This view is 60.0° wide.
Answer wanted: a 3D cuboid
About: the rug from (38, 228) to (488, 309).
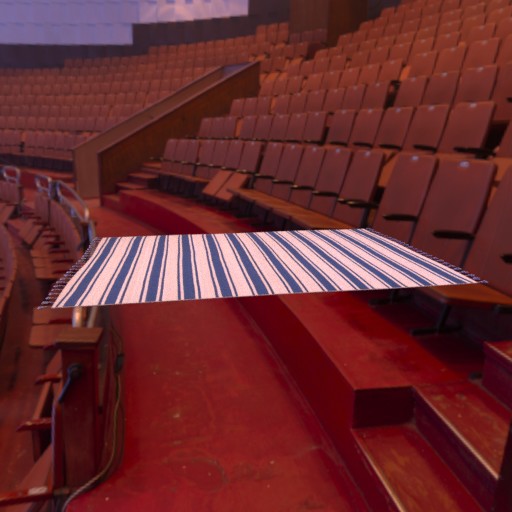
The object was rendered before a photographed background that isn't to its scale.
[{"bbox_3d":[0.000,0.000,2.940,2.315,0.010,1.544,-2,15,-9],"label":"rug"}]
